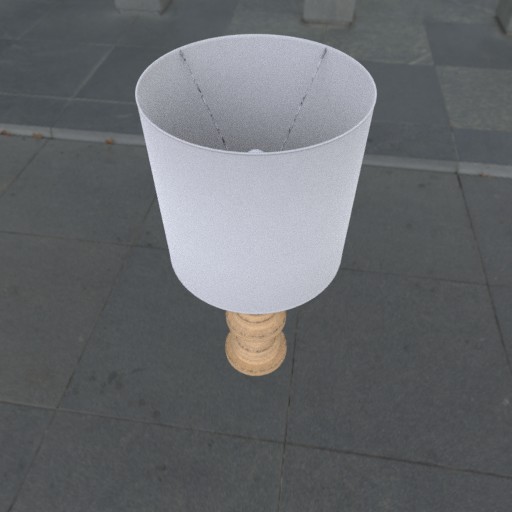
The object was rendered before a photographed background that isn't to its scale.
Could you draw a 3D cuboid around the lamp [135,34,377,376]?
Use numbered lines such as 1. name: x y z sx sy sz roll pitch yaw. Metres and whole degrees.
1. lamp: 0.000 0.000 0.558 0.208 0.455 0.208 18 51 15
